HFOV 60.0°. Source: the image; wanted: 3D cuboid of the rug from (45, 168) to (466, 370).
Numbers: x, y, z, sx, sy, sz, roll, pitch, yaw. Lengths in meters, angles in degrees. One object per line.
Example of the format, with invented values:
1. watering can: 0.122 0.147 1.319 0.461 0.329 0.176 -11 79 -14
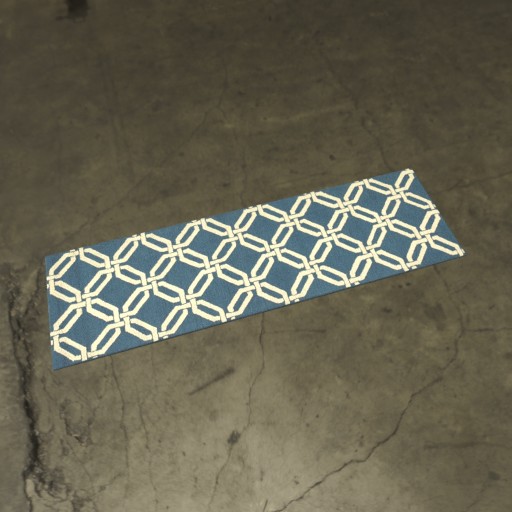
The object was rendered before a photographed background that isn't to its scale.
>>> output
1. rug: 0.000 0.000 2.495 2.276 0.014 0.678 -15 60 -8
